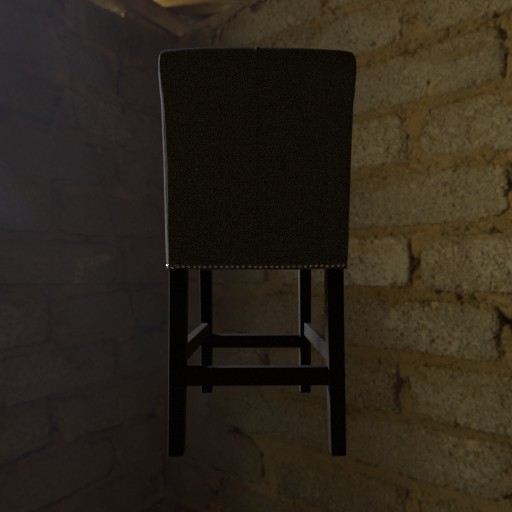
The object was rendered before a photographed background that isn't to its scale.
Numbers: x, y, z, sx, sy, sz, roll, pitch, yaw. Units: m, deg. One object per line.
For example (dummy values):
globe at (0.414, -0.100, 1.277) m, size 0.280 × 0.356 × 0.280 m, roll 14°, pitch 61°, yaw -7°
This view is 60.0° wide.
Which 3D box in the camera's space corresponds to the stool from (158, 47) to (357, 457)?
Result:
stool at (0.000, 0.000, 1.195) m, size 0.427 × 0.885 × 0.571 m, roll 0°, pitch -1°, yaw -1°
